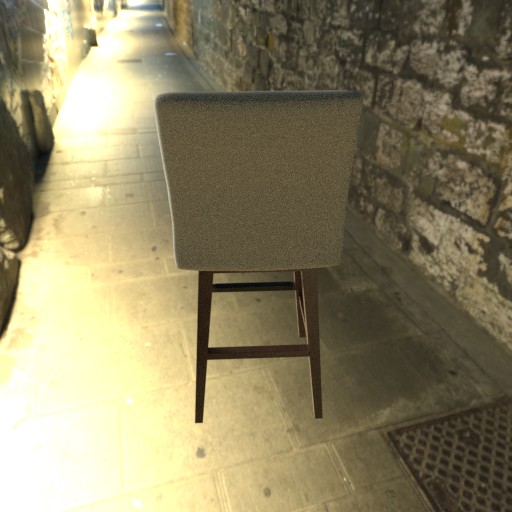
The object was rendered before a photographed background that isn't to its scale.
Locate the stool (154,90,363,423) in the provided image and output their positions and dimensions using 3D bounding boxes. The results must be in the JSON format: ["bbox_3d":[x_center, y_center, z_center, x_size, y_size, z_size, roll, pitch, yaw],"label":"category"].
[{"bbox_3d":[0.000,0.000,1.403,0.483,1.093,0.559,-1,32,-2],"label":"stool"}]
